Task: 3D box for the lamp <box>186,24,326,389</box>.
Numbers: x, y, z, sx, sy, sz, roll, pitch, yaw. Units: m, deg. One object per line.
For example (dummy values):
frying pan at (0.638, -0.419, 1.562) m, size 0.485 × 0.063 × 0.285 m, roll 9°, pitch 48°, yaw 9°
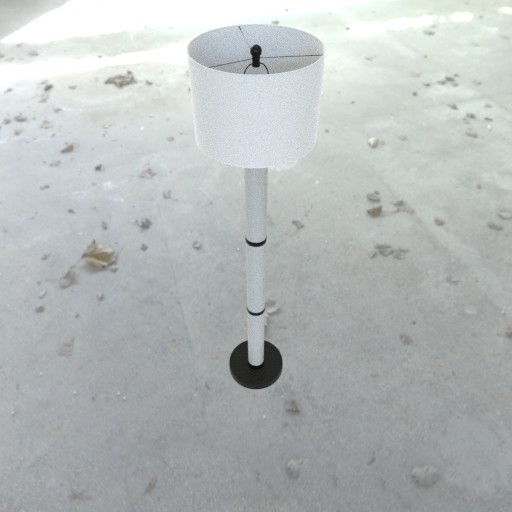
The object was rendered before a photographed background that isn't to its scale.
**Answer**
lamp at (0.000, 0.000, 1.753) m, size 0.377 × 1.599 × 0.377 m, roll -11°, pitch 46°, yaw -11°
